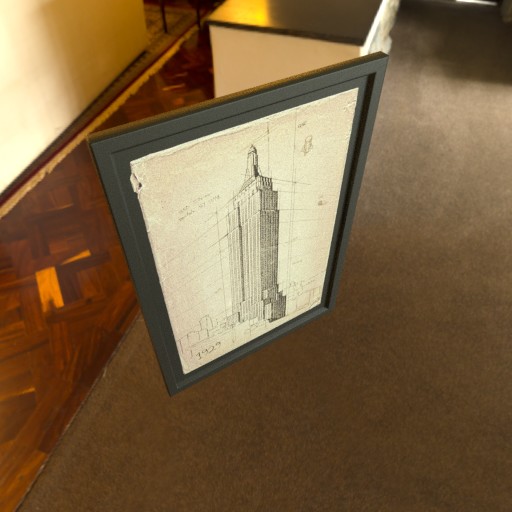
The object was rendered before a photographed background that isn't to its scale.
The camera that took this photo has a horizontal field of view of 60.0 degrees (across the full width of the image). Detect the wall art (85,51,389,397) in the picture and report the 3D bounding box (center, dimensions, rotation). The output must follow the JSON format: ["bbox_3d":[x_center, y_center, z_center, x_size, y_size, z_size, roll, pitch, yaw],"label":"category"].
[{"bbox_3d":[0.000,0.000,0.551,0.303,0.431,0.013,-24,52,-21],"label":"wall art"}]
